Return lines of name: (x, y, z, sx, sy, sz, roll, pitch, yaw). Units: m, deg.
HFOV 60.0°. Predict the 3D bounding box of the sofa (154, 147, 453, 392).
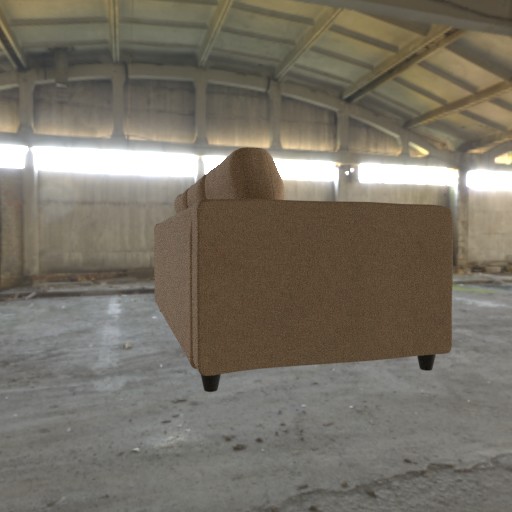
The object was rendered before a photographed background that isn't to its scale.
sofa: (0.000, 0.000, 2.328, 0.930, 0.800, 1.855, 0, 2, -17)
